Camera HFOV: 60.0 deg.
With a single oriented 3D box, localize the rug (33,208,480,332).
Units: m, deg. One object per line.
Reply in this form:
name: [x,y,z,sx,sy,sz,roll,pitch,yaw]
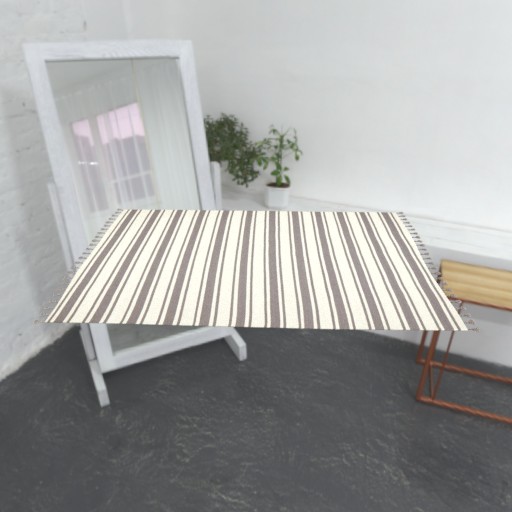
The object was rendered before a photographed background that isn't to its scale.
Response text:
rug: [0.000,0.000,3.047,2.425,0.014,1.563,1,29,1]
